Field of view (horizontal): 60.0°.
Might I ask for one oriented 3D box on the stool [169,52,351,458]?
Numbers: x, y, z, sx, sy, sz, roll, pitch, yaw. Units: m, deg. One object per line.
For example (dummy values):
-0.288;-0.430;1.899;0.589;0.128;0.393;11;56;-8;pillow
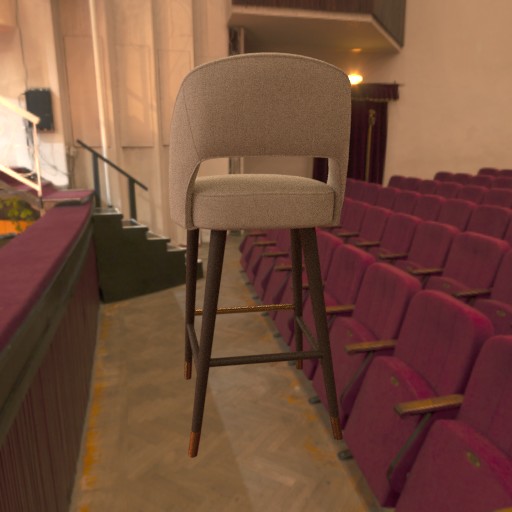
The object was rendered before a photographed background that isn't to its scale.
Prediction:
0.000;0.000;1.329;0.494;1.037;0.509;-2;14;-10;stool
